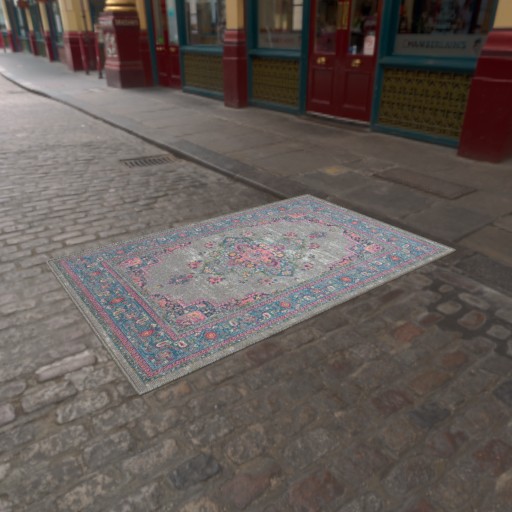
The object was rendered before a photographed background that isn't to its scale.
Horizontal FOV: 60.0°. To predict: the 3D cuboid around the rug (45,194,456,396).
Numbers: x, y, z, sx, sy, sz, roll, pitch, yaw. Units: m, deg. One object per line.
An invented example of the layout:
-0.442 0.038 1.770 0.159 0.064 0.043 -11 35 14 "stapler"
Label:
0.000 0.000 2.241 1.748 0.014 1.144 -18 32 -32 "rug"
